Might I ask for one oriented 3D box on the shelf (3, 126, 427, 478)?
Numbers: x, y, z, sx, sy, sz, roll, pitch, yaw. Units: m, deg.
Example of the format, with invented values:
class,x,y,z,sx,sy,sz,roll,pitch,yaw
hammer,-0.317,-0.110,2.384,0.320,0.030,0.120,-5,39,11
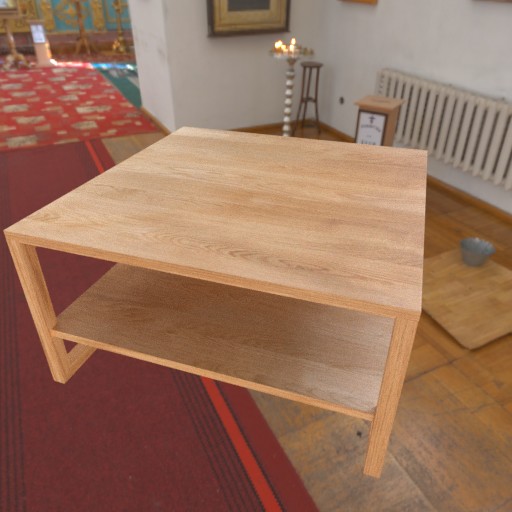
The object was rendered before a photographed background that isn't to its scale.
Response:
class,x,y,z,sx,sy,sz,roll,pitch,yaw
shelf,0.000,0.000,1.363,0.899,0.480,0.899,10,33,16
